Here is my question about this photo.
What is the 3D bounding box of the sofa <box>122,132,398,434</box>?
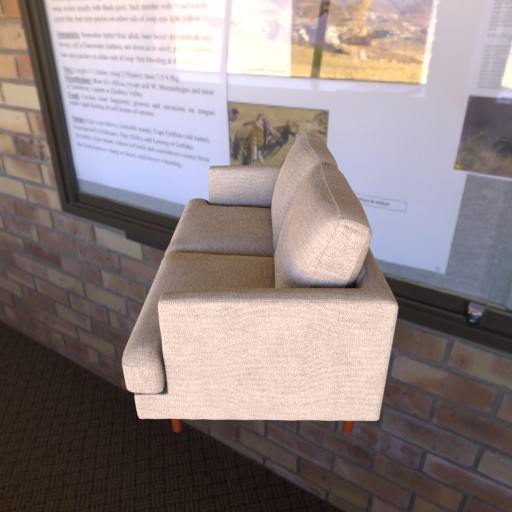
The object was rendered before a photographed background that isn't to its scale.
[{"bbox_3d":[0.000,0.000,2.149,0.903,0.944,1.582,0,27,1],"label":"sofa"}]
